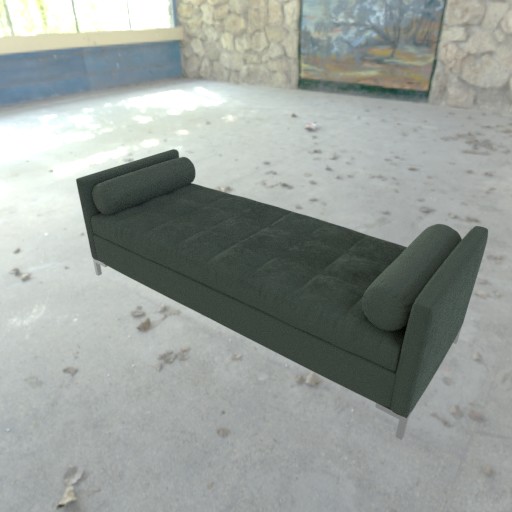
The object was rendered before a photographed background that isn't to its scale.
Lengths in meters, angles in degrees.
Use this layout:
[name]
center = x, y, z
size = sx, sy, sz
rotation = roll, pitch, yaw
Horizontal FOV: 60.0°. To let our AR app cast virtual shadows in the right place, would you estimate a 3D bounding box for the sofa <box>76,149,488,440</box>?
[sofa]
center = 0.000, 0.000, 2.445
size = 2.102, 0.657, 0.797
rotation = 21, 36, 32
